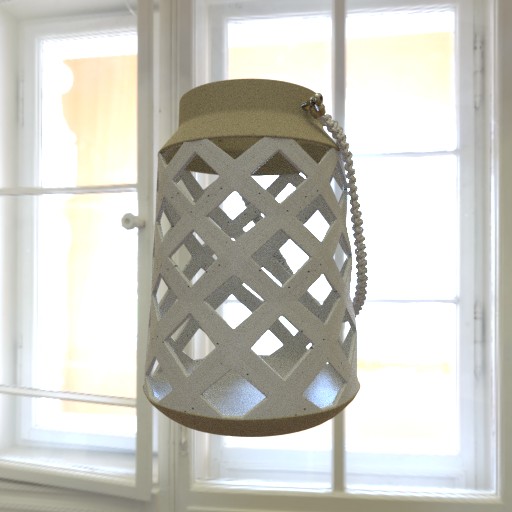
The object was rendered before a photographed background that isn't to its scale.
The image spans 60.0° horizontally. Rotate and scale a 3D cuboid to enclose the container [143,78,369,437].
[{"bbox_3d":[0.000,0.000,0.341,0.172,0.229,0.163,0,0,-38],"label":"container"}]
